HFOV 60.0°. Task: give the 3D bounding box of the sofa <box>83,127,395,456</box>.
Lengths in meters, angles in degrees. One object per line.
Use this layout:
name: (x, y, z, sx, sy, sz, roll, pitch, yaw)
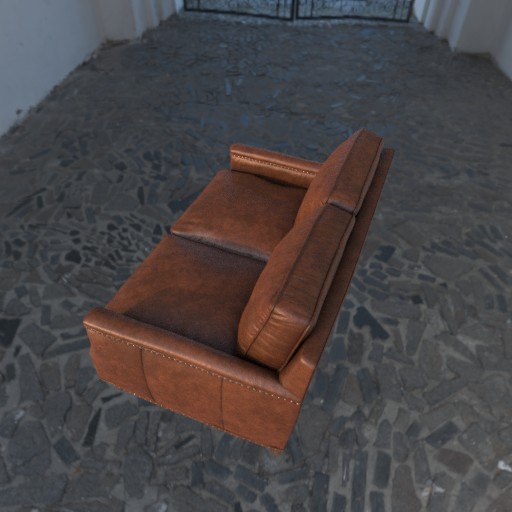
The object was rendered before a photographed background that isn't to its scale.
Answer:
sofa: (0.000, 0.000, 2.357, 1.083, 1.003, 1.628, 16, 47, 16)
